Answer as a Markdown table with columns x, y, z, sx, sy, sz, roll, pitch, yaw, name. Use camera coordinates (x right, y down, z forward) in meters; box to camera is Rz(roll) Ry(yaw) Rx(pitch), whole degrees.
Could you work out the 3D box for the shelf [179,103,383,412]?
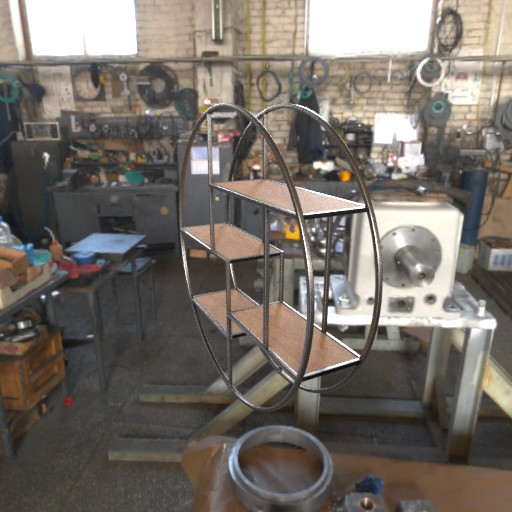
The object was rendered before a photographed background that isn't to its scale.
| x | y | z | sx | sy | sz | roll | pitch | yaw | name |
| --- | --- | --- | --- | --- | --- | --- | --- | --- | --- |
| 0.000 | 0.000 | 1.365 | 0.202 | 0.888 | 0.888 | -9 | 20 | -26 | shelf |
